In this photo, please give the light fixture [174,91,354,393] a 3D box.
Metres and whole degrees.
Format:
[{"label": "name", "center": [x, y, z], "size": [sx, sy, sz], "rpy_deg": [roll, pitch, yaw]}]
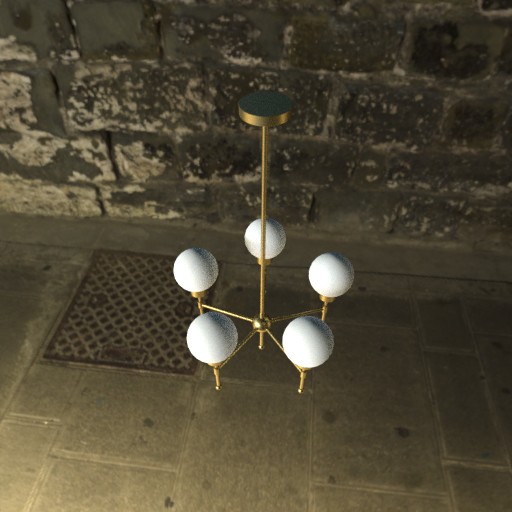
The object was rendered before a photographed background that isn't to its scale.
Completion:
[{"label": "light fixture", "center": [0.000, 0.000, 1.811], "size": [0.785, 1.331, 0.815], "rpy_deg": [15, 48, 14]}]
